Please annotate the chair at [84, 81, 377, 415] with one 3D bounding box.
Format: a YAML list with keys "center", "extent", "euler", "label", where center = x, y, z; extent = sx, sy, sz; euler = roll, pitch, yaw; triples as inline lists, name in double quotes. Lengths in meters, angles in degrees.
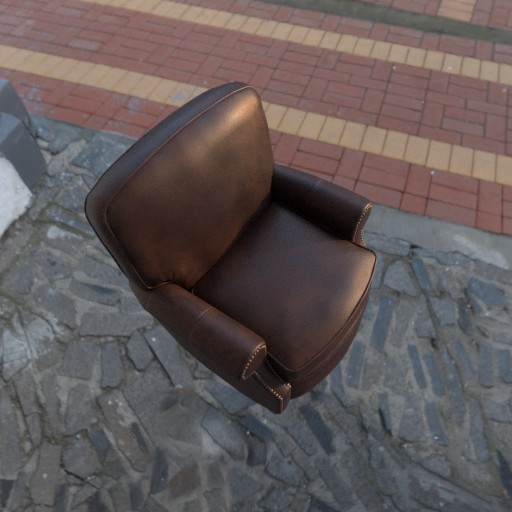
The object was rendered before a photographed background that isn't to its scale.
- center: [0.000, 0.000, 1.825]
  extent: [0.986, 1.018, 0.936]
  euler: [32, 63, 19]
  label: "chair"
